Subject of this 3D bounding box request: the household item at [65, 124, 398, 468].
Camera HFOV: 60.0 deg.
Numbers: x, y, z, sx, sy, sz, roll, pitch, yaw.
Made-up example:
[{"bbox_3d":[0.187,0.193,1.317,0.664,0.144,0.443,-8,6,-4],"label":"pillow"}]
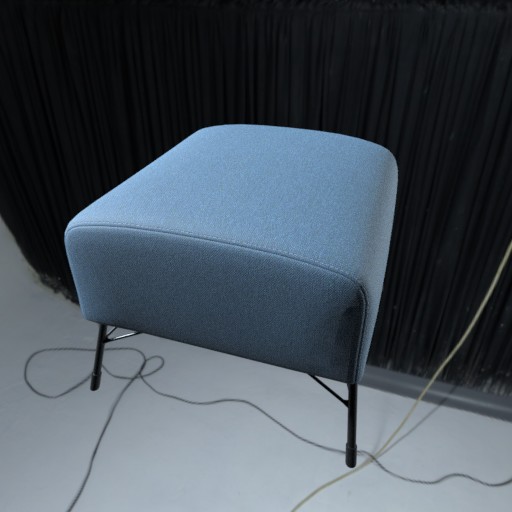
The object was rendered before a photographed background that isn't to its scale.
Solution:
[{"bbox_3d":[0.000,0.000,0.911,0.530,0.420,0.530,10,34,15],"label":"household item"}]
